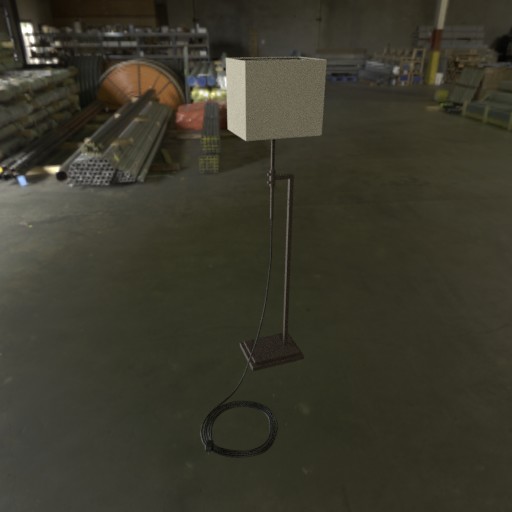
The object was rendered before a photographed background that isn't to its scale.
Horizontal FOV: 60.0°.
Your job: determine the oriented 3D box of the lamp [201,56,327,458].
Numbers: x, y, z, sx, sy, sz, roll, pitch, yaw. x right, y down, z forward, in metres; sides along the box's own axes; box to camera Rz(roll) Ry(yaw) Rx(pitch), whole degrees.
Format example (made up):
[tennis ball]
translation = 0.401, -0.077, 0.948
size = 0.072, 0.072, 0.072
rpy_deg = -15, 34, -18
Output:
[lamp]
translation = 0.000, 0.000, 1.997
size = 0.698, 1.600, 0.774
rpy_deg = -9, 28, -17
